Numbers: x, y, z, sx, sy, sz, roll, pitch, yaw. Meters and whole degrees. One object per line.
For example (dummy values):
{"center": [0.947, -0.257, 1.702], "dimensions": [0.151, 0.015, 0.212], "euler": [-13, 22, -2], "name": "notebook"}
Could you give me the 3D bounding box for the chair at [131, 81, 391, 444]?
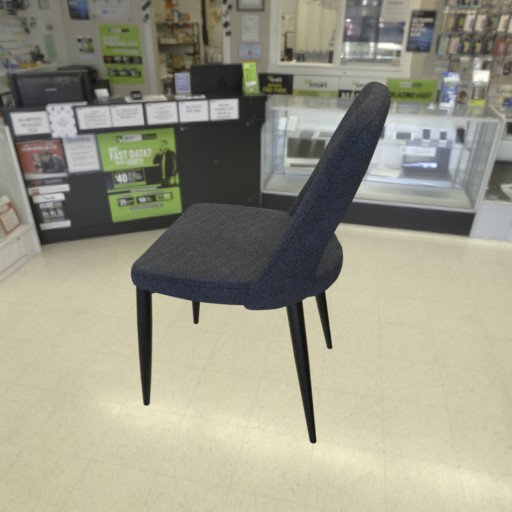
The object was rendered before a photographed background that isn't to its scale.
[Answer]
{"center": [0.000, 0.000, 1.260], "dimensions": [0.612, 0.931, 0.470], "euler": [8, 31, 13], "name": "chair"}
